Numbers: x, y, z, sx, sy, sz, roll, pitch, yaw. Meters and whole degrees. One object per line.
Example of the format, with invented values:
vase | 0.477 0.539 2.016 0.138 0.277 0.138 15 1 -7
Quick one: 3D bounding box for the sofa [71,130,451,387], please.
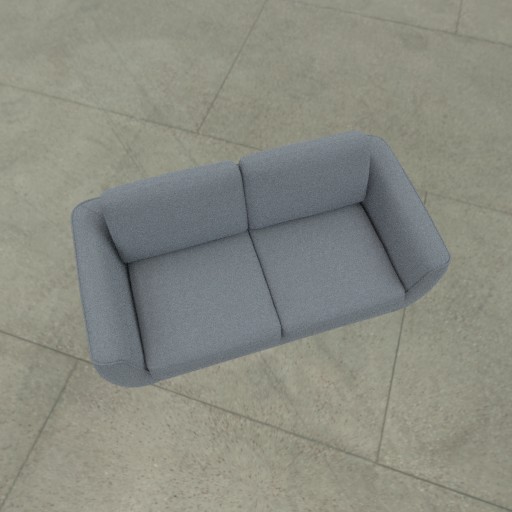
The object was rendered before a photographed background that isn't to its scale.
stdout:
sofa | 0.000 0.000 2.285 1.700 0.850 0.920 -15 63 -8
